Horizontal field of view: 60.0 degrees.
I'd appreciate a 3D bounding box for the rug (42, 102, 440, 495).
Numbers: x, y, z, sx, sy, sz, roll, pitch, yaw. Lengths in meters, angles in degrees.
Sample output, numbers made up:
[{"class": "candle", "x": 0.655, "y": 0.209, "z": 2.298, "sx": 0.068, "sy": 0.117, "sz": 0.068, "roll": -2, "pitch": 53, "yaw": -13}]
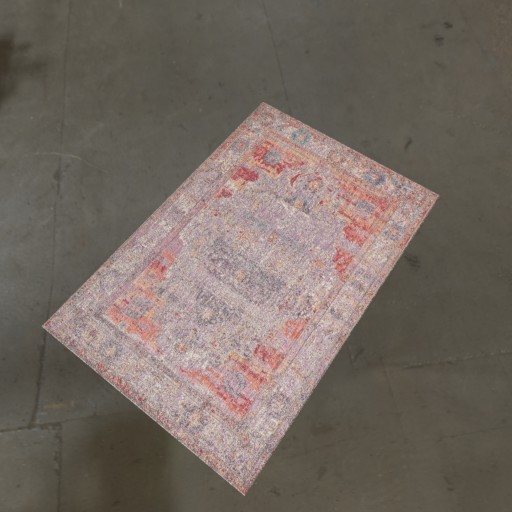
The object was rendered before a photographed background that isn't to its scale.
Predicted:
[{"class": "rug", "x": 0.000, "y": 0.000, "z": 2.308, "sx": 1.219, "sy": 0.005, "sz": 1.829, "roll": 33, "pitch": 67, "yaw": 16}]
